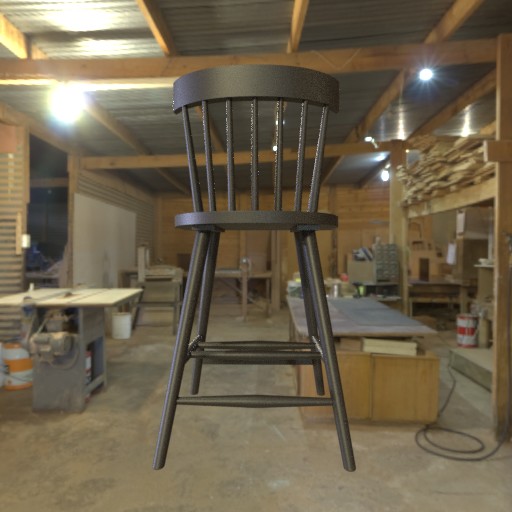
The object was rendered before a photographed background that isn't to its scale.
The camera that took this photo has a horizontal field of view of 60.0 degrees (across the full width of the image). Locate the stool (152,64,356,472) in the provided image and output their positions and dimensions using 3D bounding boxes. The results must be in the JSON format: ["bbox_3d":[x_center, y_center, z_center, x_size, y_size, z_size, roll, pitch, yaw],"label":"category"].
[{"bbox_3d":[0.000,0.000,1.257,0.494,0.953,0.549,0,1,1],"label":"stool"}]
